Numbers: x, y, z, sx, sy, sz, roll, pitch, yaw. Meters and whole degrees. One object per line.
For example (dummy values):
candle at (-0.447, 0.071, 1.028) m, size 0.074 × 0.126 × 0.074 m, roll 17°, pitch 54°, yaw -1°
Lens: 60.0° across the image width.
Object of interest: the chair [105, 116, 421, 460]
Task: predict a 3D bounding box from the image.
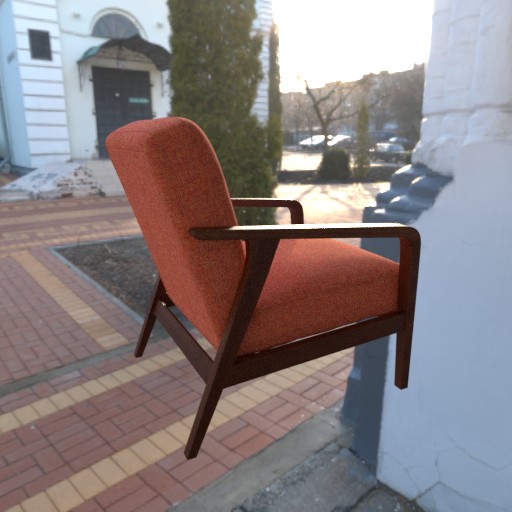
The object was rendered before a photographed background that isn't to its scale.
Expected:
chair at (0.000, 0.000, 1.521) m, size 0.860 × 0.890 × 0.719 m, roll -7°, pitch 16°, yaw -26°
